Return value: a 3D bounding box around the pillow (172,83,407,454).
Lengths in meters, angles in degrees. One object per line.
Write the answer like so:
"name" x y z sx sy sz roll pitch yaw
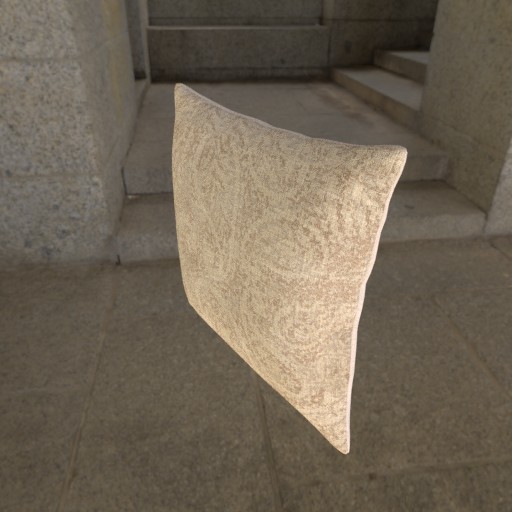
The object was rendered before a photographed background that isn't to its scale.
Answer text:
"pillow" 0.000 0.000 0.779 0.166 0.510 0.523 -21 36 -31
